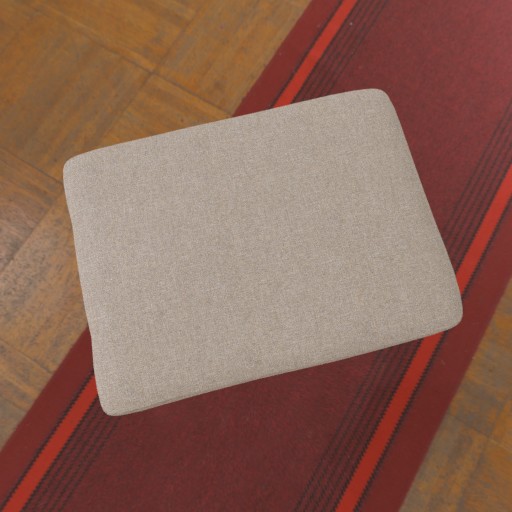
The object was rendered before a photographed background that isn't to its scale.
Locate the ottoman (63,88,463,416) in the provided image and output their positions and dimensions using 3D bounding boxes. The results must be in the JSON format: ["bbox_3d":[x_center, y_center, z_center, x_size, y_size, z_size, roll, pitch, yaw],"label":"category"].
[{"bbox_3d":[0.000,0.000,1.296,0.898,0.519,0.677,-14,77,-3],"label":"ottoman"}]
